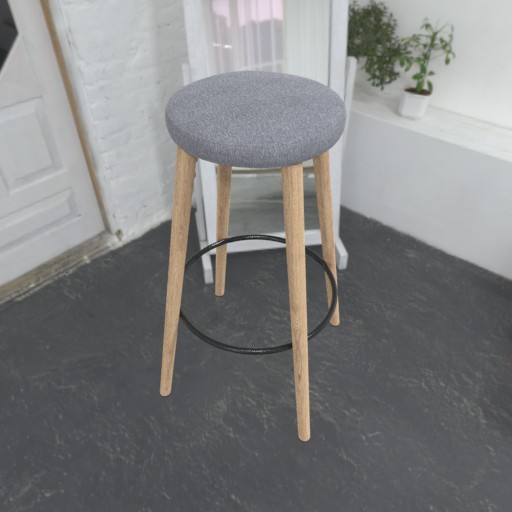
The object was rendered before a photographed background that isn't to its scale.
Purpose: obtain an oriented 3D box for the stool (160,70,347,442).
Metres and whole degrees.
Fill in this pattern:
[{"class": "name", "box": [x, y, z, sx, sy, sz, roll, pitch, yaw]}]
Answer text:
[{"class": "stool", "box": [0.000, 0.000, 1.022, 0.410, 0.770, 0.410, 13, 43, 14]}]
